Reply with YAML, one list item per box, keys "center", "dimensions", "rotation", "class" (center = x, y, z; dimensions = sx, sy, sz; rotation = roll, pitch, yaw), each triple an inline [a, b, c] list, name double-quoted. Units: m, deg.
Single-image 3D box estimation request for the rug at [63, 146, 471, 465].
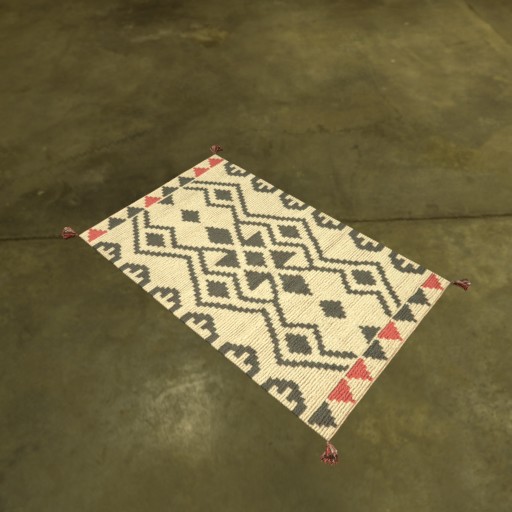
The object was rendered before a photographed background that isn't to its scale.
- center: [0.000, 0.000, 3.361]
  dimensions: [2.672, 0.066, 1.741]
  rotation: [33, 55, 27]
  class: "rug"
